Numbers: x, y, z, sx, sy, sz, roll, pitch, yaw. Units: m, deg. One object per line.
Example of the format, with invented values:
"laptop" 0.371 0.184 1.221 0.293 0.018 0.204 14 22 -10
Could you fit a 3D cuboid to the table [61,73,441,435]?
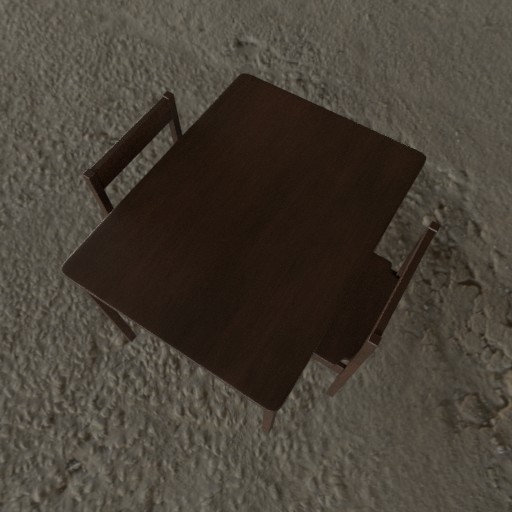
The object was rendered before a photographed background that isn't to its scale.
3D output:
"table" 0.000 0.000 1.107 0.672 0.503 0.650 30 67 14
